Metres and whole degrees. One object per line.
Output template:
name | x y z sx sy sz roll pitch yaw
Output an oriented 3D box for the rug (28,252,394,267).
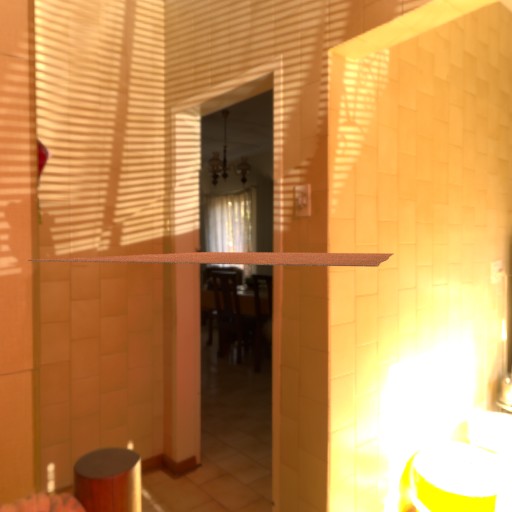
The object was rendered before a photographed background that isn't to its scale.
rug | 0.000 0.000 4.204 2.438 0.013 3.048 1 2 19
